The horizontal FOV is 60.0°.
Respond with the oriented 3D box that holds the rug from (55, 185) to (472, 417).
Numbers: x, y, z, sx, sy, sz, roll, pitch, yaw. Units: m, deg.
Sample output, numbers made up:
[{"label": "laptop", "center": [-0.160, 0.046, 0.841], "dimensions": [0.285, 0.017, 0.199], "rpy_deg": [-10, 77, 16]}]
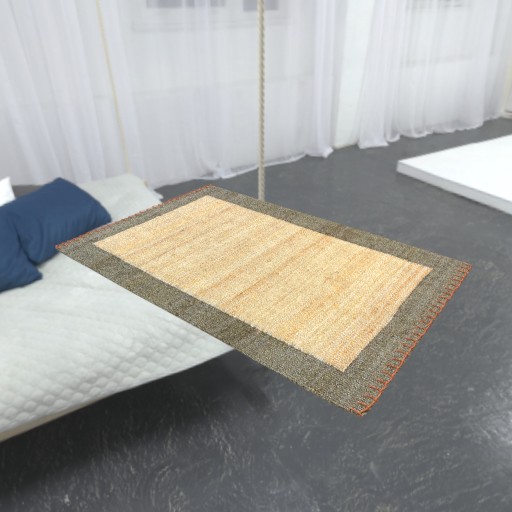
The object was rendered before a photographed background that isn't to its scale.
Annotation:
[{"label": "rug", "center": [0.000, 0.000, 2.300], "dimensions": [1.838, 0.019, 1.220], "rpy_deg": [22, 36, 33]}]
